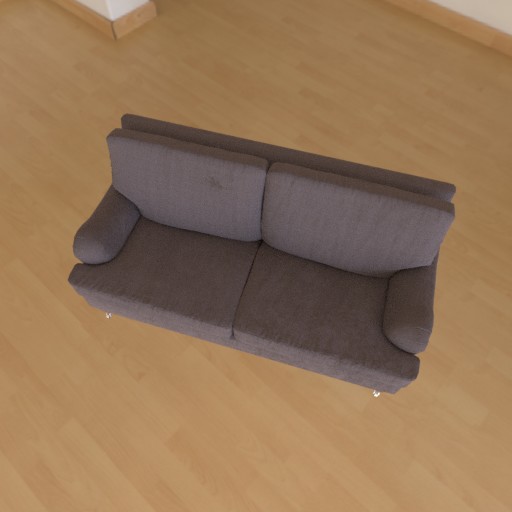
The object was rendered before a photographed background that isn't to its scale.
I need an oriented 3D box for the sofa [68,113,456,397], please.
[{"bbox_3d":[0.000,0.000,2.811,2.165,1.087,1.086,14,60,8],"label":"sofa"}]
